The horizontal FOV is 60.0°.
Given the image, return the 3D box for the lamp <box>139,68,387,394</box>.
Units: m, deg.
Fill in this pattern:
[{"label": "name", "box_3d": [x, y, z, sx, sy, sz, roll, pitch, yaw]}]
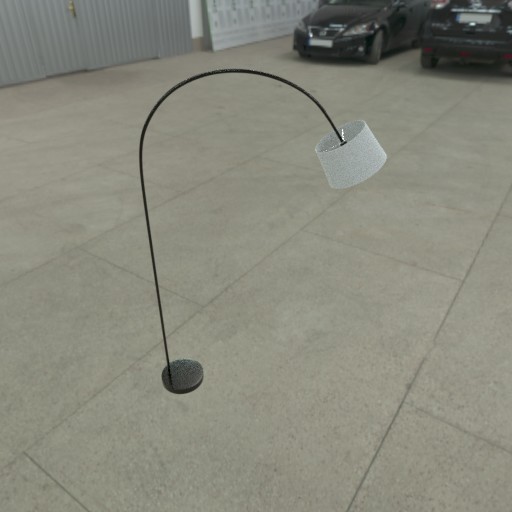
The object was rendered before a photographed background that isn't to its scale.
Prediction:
[{"label": "lamp", "box_3d": [0.000, 0.000, 2.665, 1.363, 2.104, 0.331, 0, 33, -1]}]
